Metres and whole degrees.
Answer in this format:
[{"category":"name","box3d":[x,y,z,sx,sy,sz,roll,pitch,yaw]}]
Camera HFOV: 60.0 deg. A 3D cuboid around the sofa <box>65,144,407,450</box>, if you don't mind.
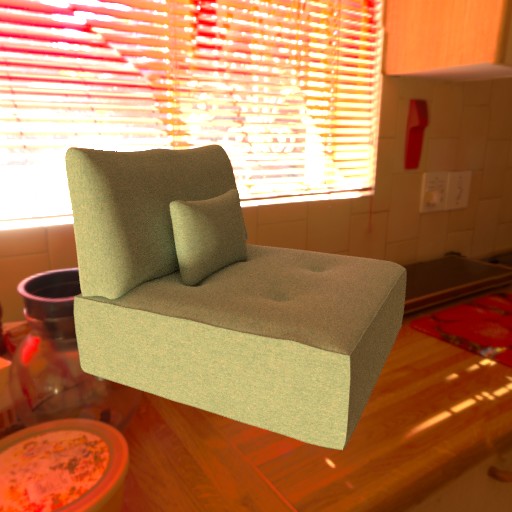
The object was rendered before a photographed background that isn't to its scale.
[{"category":"sofa","box3d":[0.000,0.000,1.703,1.000,0.820,0.930,7,16,26]}]
